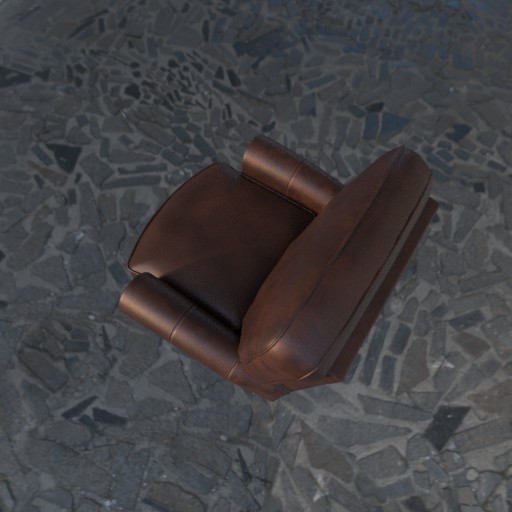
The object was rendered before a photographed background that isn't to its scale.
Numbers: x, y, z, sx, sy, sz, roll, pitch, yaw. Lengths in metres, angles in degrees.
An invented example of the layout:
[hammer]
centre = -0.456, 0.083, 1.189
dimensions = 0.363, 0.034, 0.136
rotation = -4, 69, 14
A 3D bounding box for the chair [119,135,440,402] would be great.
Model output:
[chair]
centre = 0.000, 0.000, 1.724
dimensions = 0.986, 1.018, 0.936
rotation = 30, 67, 15
